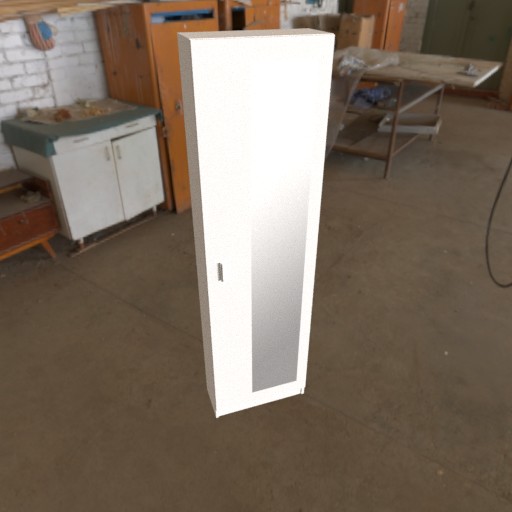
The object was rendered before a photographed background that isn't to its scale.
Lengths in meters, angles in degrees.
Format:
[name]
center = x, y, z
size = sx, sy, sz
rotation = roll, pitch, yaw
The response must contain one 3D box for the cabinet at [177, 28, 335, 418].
[cabinet]
center = 0.000, 0.000, 1.987
size = 0.500, 1.790, 0.230
rotation = -10, 33, -16
